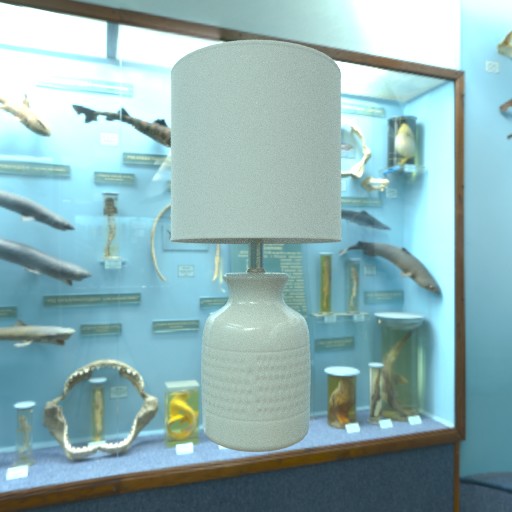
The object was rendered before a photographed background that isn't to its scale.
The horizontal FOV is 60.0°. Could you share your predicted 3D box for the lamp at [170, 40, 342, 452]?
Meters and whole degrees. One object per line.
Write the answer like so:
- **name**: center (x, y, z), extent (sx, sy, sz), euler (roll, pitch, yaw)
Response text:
- **lamp**: center (0.000, 0.000, 0.496), extent (0.188, 0.392, 0.188), euler (0, 0, -17)
